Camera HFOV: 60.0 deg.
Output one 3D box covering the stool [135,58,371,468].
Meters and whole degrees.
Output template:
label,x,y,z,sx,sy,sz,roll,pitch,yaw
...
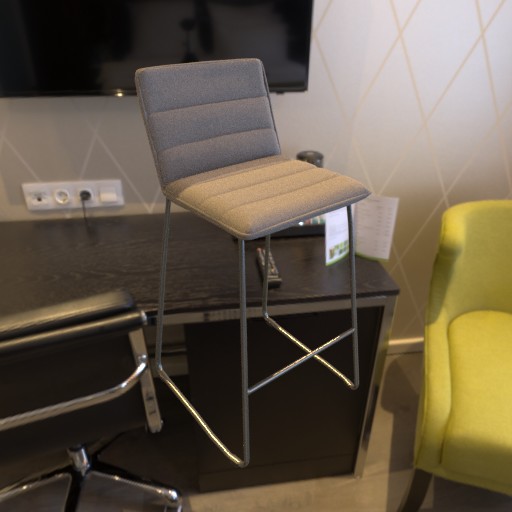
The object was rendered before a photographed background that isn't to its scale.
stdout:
label,x,y,z,sx,sy,sz,roll,pitch,yaw
stool,0.000,0.000,1.234,0.490,0.960,0.490,-21,36,-32
